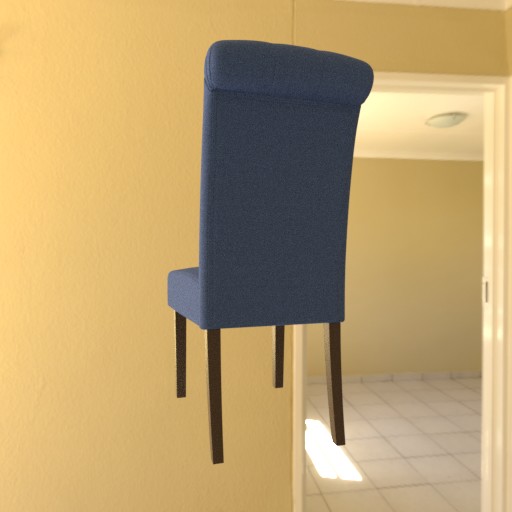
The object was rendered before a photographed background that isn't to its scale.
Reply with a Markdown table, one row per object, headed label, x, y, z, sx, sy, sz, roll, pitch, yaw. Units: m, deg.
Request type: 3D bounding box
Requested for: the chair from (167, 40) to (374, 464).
| label | x | y | z | sx | sy | sz | roll | pitch | yaw |
| --- | --- | --- | --- | --- | --- | --- | --- | --- | --- |
| chair | 0.000 | 0.000 | 1.338 | 0.456 | 1.006 | 0.671 | 0 | 1 | -18 |
